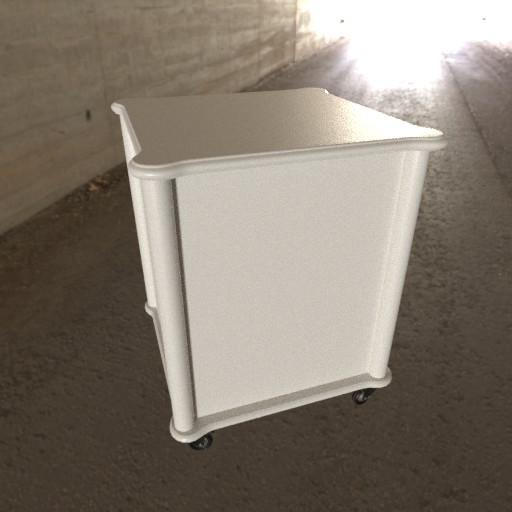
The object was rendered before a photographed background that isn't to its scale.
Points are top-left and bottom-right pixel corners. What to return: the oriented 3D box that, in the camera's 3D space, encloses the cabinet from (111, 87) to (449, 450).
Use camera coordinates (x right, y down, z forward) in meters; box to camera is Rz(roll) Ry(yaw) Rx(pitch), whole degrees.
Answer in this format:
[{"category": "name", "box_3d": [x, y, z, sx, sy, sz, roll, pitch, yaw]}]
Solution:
[{"category": "cabinet", "box_3d": [0.000, 0.000, 1.222, 0.627, 0.761, 0.628, -10, 31, -16]}]
